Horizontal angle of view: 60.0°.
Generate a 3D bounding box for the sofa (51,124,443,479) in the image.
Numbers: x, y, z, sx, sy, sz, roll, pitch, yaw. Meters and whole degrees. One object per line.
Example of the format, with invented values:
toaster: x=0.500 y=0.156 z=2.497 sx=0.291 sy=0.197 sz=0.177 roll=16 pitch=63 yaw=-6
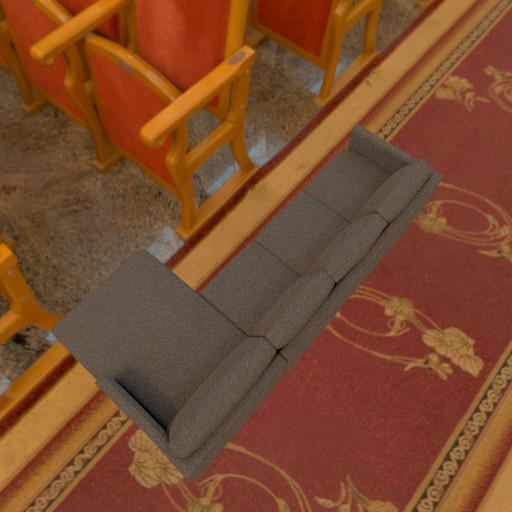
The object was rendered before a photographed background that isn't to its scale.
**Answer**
sofa: x=0.000 y=0.000 z=3.814 sx=1.625 sy=0.846 sz=3.186 roll=38 pitch=69 yaw=17
